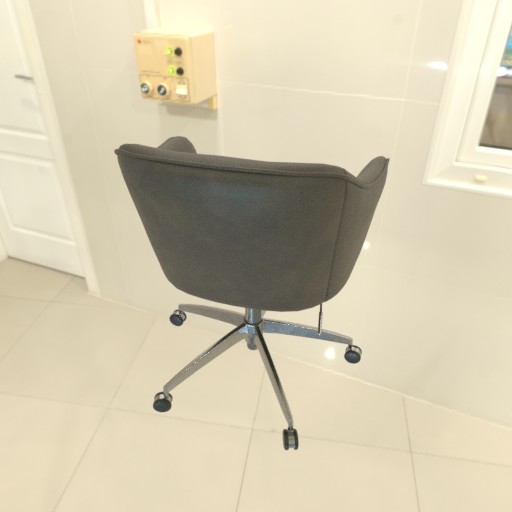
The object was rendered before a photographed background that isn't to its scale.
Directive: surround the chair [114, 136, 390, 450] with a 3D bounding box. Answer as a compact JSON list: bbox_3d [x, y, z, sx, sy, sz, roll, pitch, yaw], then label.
[{"bbox_3d":[0.000,0.000,1.334,0.713,0.827,0.689,9,34,14],"label":"chair"}]
